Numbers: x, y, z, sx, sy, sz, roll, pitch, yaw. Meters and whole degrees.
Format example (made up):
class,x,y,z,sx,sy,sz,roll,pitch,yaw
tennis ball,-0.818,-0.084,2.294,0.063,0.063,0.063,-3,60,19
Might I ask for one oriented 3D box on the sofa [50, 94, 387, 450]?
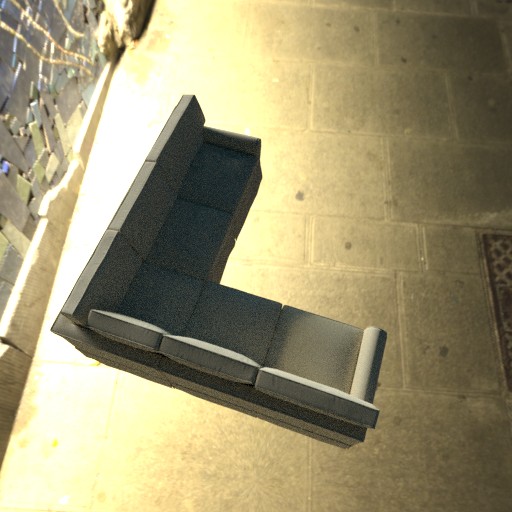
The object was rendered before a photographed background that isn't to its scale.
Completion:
class,x,y,z,sx,sy,sz,roll,pitch,yaw
sofa,0.000,0.000,4.120,2.591,1.070,2.597,17,64,8
